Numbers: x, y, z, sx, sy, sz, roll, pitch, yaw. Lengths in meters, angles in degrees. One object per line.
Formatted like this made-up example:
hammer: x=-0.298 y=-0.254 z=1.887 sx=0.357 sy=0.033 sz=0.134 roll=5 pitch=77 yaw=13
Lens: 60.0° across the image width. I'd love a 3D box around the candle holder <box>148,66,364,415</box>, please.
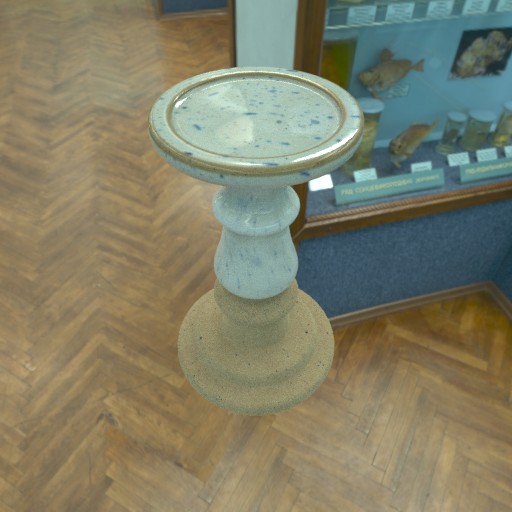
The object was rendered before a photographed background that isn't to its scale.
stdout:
candle holder: x=0.000 y=0.000 z=0.285 sx=0.123 sy=0.202 sz=0.123 roll=0 pitch=45 yaw=0
